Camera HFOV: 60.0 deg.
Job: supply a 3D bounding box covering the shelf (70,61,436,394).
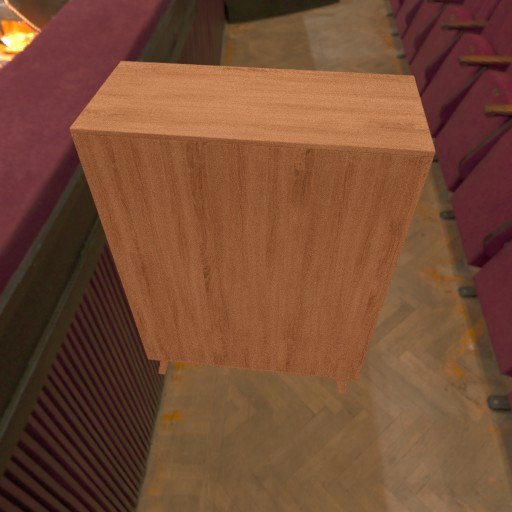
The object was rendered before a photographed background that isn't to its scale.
[{"bbox_3d":[0.000,0.000,1.858,1.000,1.390,0.450,5,47,5],"label":"shelf"}]
